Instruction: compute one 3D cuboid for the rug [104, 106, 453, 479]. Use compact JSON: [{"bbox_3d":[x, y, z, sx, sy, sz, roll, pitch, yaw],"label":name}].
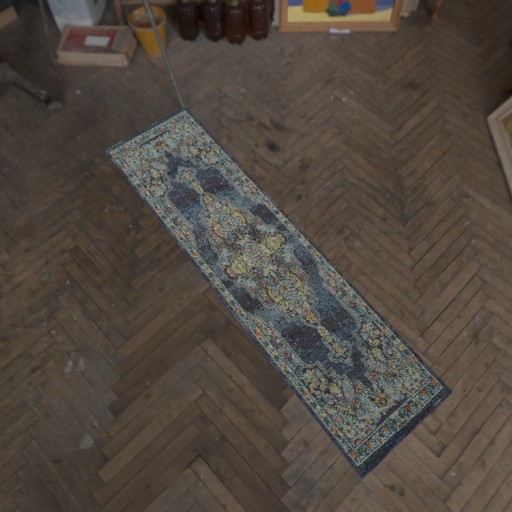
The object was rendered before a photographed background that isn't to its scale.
[{"bbox_3d":[0.000,0.000,2.405,0.602,0.016,2.283,-35,69,-16],"label":"rug"}]
